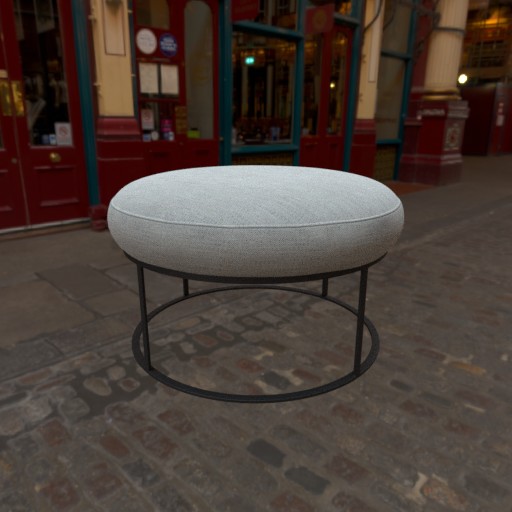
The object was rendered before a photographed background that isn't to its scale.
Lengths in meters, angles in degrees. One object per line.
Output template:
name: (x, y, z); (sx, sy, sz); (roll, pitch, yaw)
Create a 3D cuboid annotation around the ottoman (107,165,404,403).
ottoman: (0.000, 0.000, 1.240); (0.769, 0.459, 0.769); (0, 17, 0)
